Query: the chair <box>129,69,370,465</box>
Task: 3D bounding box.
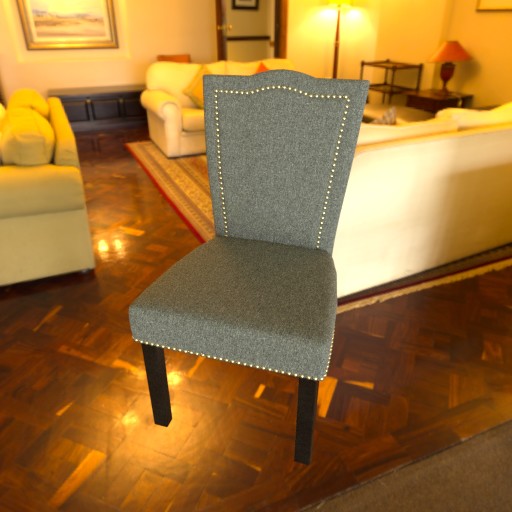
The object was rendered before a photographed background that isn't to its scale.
[{"bbox_3d":[0.000,0.000,1.272,0.518,0.946,0.589,8,29,15],"label":"chair"}]
